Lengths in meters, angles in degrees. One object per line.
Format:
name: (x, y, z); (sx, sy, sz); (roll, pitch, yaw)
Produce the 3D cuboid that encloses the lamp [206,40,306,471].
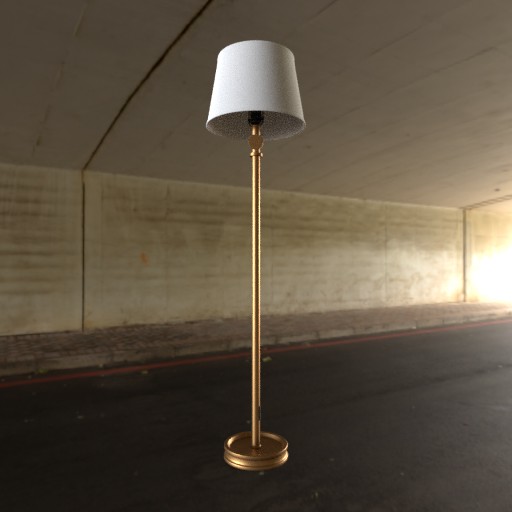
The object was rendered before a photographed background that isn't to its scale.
lamp: (0.000, 0.000, 0.794); (0.178, 0.710, 0.178); (0, -1, 0)
